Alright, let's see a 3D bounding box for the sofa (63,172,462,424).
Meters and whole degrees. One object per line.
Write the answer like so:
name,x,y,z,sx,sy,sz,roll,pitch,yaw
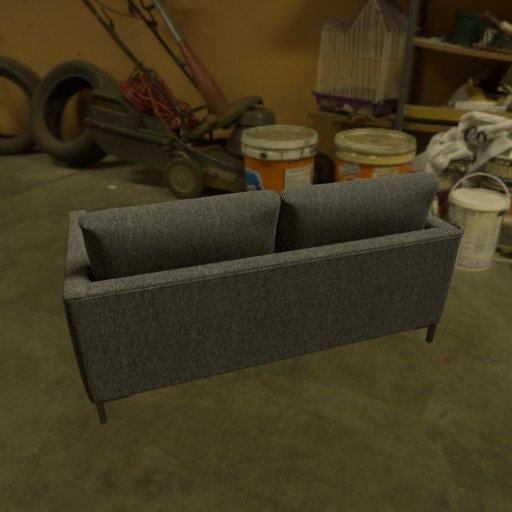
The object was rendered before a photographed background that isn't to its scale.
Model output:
sofa,0.000,0.000,2.196,1.716,0.862,0.866,-9,29,-17
